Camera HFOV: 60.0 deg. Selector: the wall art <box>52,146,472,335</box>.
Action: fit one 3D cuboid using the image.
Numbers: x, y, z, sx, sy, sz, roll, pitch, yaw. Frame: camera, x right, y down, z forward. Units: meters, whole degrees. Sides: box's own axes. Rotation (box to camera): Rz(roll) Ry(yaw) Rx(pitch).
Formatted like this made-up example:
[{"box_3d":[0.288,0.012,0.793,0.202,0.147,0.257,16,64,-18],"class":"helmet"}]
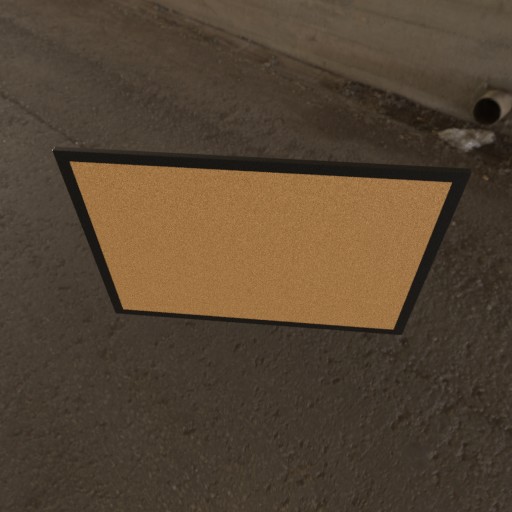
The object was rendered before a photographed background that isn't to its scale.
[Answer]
[{"box_3d":[0.000,0.000,1.067,0.819,0.552,0.015,4,47,4],"class":"wall art"}]
